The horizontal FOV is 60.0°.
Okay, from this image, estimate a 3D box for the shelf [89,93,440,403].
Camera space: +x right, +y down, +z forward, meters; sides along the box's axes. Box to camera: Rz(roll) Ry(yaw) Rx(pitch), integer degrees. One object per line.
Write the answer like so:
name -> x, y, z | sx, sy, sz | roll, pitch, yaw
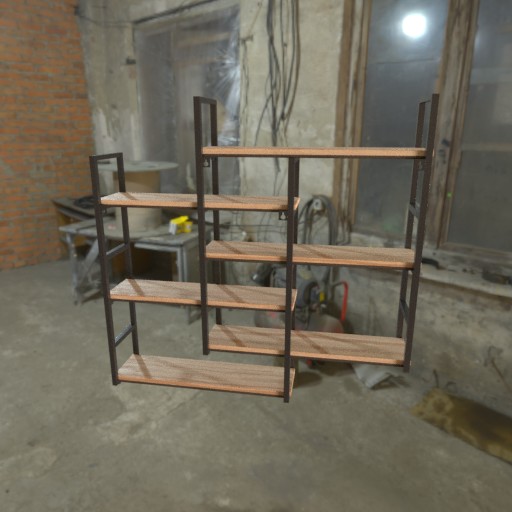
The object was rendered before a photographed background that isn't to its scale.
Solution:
shelf -> 0.000, 0.000, 1.368 | 0.946, 0.921, 0.183 | 3, 17, 9
